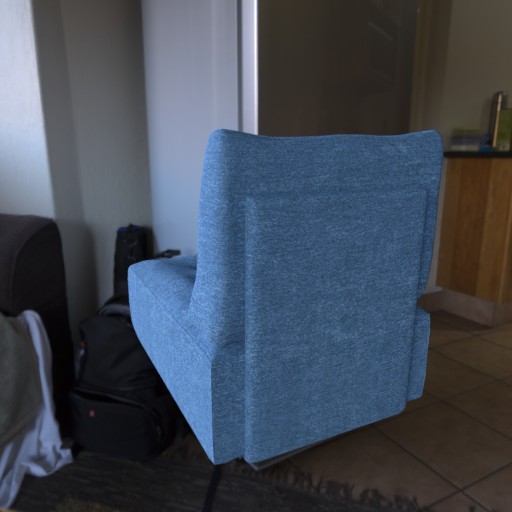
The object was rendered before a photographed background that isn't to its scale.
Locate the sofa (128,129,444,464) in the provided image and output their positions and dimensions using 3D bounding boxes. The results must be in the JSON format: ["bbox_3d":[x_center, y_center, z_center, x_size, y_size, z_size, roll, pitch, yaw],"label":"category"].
[{"bbox_3d":[0.000,0.000,1.536,0.700,0.820,1.000,-7,15,-26],"label":"sofa"}]
